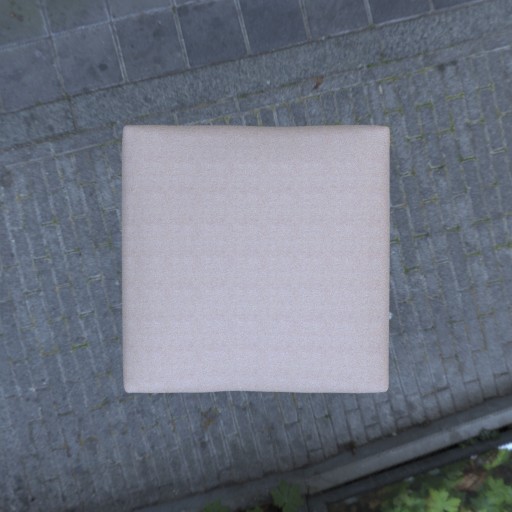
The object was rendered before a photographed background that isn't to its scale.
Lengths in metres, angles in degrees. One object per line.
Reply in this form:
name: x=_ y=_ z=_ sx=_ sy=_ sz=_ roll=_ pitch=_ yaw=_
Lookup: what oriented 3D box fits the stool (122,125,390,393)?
stool: x=0.000 y=0.000 z=0.958 sx=0.382 sy=0.768 sz=0.383 roll=0 pitch=91 yaw=0
